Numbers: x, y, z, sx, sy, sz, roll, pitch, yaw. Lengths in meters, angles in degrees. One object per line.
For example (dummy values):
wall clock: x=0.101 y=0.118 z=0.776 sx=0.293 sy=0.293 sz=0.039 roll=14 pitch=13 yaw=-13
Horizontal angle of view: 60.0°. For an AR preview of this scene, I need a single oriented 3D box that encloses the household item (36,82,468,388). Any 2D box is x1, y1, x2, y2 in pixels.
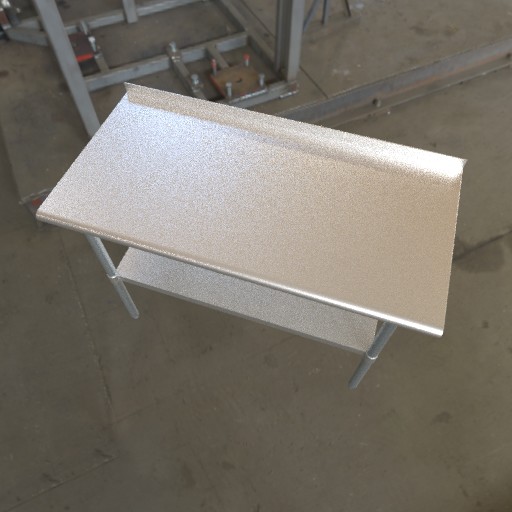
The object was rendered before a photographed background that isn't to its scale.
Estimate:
household item: x=0.000 y=0.000 z=1.723 sx=1.219 sy=0.851 sz=0.610 roll=16 pitch=59 yaw=10
